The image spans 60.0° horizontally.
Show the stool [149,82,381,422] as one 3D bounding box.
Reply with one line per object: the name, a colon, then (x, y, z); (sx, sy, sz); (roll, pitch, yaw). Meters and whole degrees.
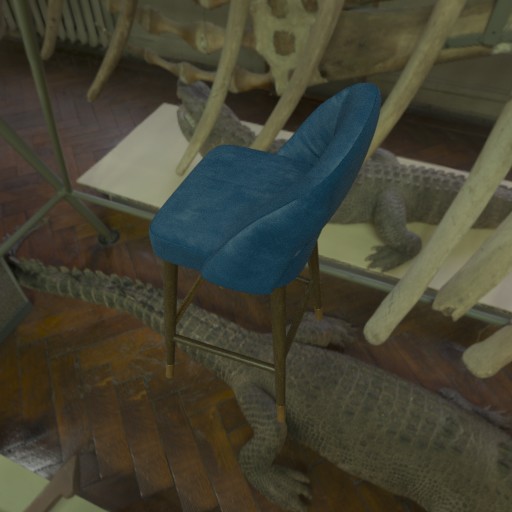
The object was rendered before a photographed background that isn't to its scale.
stool: (0.000, 0.000, 1.304); (0.515, 1.016, 0.514); (17, 49, 15)
